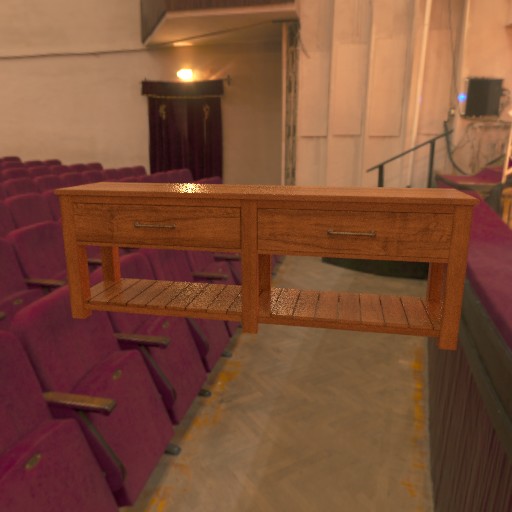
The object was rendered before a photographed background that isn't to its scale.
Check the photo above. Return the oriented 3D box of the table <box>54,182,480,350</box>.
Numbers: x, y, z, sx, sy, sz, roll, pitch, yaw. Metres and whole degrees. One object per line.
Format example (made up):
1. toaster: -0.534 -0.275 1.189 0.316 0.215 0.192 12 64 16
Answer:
1. table: 0.000 0.000 2.123 1.815 0.635 0.425 3 15 11
